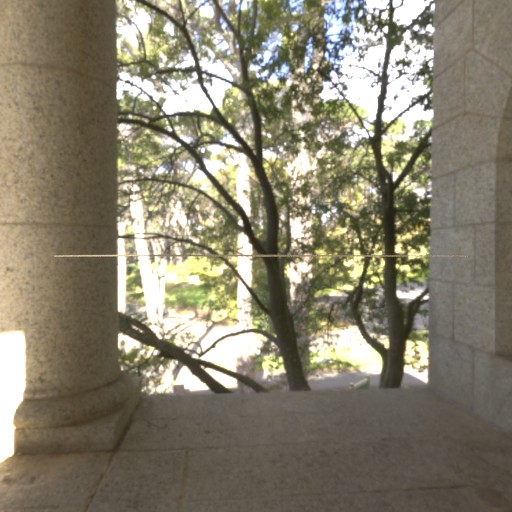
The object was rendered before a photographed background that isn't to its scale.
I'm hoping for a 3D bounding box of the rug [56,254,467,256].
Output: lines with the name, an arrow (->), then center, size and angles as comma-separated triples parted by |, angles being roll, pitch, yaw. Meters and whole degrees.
rug -> 0.000, 0.000, 4.049 | 2.977, 0.008, 2.380 | 0, 0, -35
